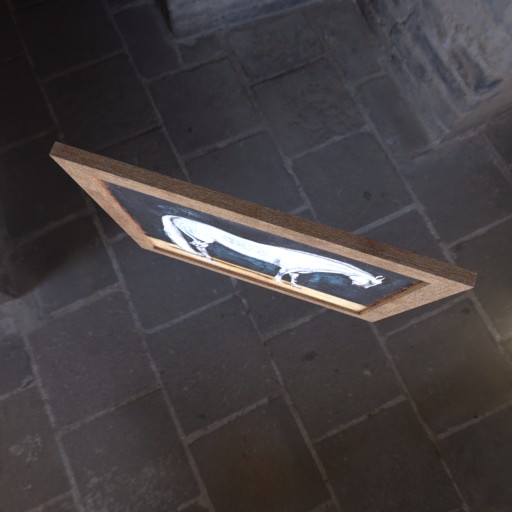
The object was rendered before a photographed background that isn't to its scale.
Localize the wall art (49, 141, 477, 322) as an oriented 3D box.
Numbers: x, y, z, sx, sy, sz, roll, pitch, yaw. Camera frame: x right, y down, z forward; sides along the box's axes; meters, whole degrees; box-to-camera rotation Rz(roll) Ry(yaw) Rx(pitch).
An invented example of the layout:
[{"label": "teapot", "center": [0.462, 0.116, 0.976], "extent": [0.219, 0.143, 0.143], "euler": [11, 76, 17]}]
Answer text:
[{"label": "wall art", "center": [0.000, 0.000, 0.973], "extent": [0.690, 0.588, 0.026], "euler": [18, 77, 4]}]
